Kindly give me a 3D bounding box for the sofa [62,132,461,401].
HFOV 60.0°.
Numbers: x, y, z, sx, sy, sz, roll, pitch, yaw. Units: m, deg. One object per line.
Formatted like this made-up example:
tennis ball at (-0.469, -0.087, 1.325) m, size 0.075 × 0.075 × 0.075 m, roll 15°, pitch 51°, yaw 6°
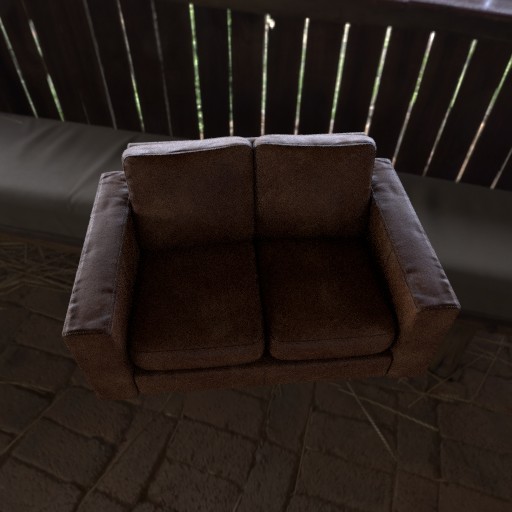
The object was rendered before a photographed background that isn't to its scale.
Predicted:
sofa at (0.000, 0.000, 2.235) m, size 1.626 × 0.889 × 1.041 m, roll -4°, pitch 48°, yaw -3°
